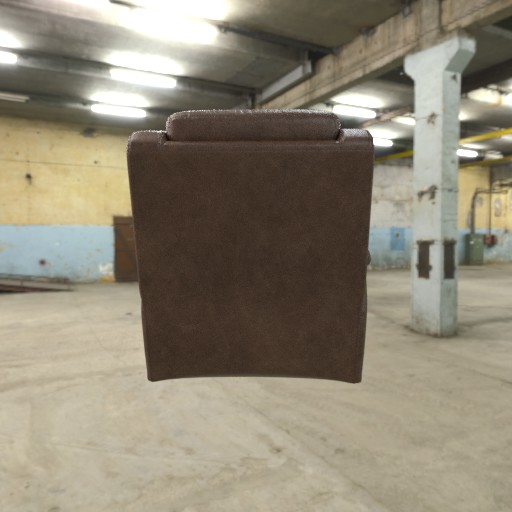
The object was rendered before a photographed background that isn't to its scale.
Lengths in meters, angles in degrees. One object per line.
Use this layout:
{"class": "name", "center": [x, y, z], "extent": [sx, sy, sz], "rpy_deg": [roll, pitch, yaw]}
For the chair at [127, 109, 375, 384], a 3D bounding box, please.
{"class": "chair", "center": [0.000, 0.000, 1.871], "extent": [0.940, 0.990, 1.067], "rpy_deg": [0, 2, 2]}
